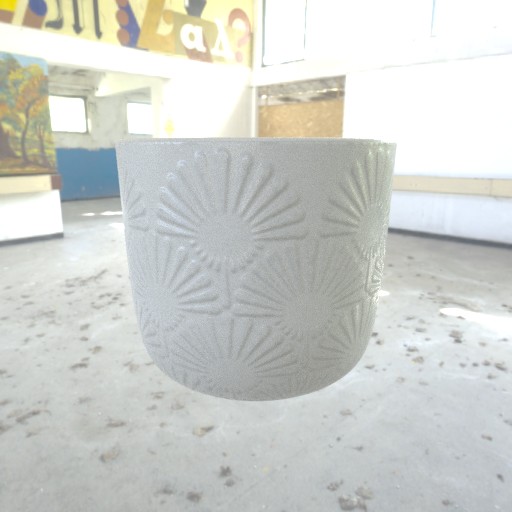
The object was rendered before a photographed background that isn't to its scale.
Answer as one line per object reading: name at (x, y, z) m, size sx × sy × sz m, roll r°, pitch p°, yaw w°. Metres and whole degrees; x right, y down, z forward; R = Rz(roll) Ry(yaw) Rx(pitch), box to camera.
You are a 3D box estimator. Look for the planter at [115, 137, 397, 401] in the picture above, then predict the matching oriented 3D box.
planter at (0.000, 0.000, 0.216) m, size 0.124 × 0.109 × 0.124 m, roll 0°, pitch 14°, yaw 0°
